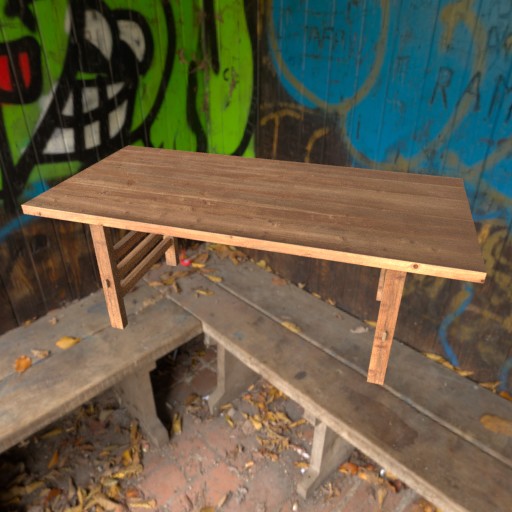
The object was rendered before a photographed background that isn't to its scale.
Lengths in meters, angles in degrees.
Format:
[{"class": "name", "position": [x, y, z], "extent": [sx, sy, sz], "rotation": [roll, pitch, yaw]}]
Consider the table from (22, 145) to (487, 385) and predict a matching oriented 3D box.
[{"class": "table", "position": [0.000, 0.000, 2.408], "extent": [2.003, 0.760, 0.952], "rotation": [9, 32, 14]}]
